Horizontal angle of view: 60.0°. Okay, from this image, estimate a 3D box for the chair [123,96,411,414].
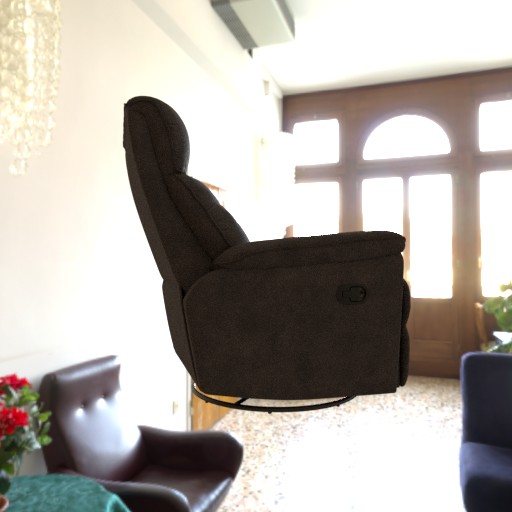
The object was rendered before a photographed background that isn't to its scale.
[{"bbox_3d":[0.000,0.000,1.745,1.009,1.035,0.830,0,-1,-17],"label":"chair"}]
